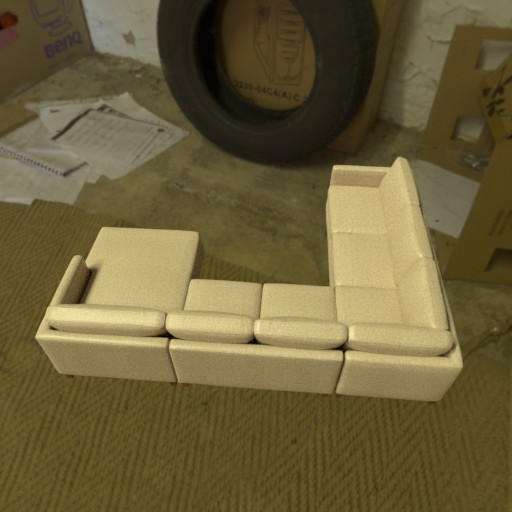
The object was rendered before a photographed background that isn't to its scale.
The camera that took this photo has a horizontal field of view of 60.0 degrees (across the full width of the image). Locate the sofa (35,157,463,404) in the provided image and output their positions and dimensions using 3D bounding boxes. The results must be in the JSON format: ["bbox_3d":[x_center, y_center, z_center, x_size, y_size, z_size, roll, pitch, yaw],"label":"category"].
[{"bbox_3d":[0.000,0.000,4.542,3.460,0.961,2.594,3,48,3],"label":"sofa"}]
